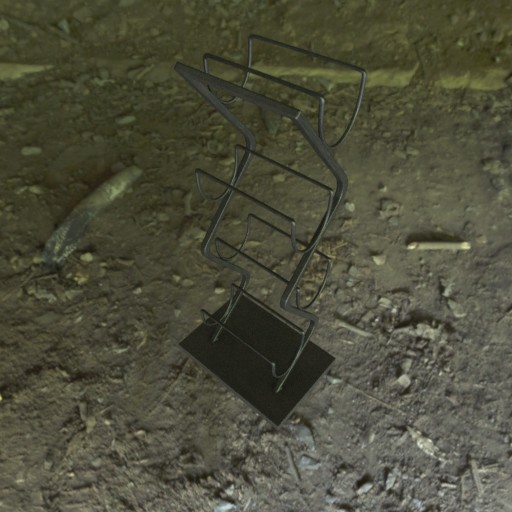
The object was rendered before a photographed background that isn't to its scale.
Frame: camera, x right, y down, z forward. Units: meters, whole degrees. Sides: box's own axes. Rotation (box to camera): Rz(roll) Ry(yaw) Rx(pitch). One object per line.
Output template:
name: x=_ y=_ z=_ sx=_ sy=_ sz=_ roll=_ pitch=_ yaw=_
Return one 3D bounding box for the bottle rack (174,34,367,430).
bottle rack: x=0.000 y=0.000 z=0.673 sx=0.254 sy=0.559 sz=0.178 roll=32 pitch=53 yaw=27
